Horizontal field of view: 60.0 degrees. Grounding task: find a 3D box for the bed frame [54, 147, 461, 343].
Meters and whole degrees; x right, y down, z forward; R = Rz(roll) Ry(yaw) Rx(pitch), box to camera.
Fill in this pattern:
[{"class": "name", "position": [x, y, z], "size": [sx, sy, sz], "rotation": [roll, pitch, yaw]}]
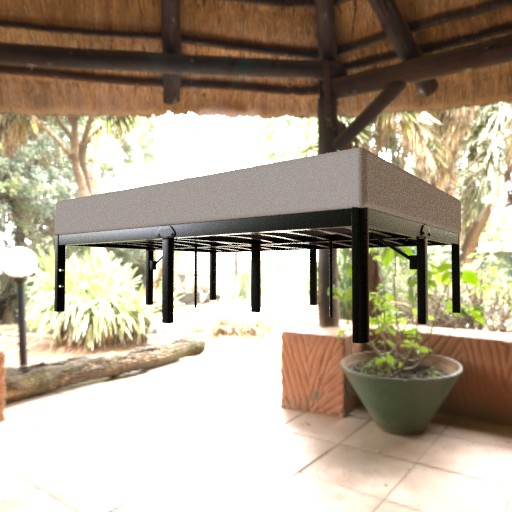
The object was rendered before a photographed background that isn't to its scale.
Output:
[{"class": "bed frame", "position": [0.000, 0.000, 2.605], "size": [1.956, 0.659, 1.408], "rotation": [-1, -2, 37]}]
